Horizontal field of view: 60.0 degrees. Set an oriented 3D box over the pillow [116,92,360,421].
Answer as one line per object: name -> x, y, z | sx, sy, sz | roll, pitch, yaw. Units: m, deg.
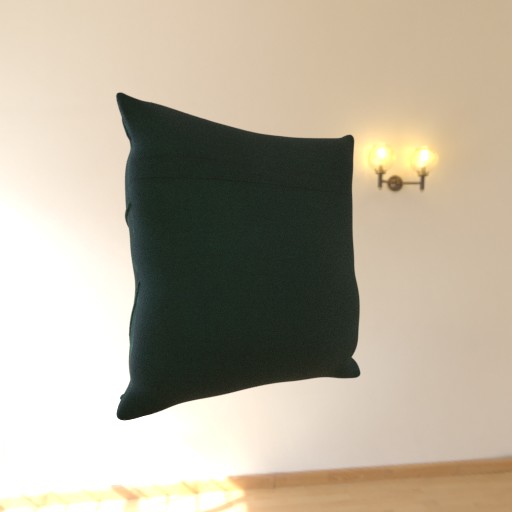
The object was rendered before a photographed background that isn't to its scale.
pillow -> 0.000, 0.000, 0.697 | 0.439, 0.440, 0.184 | 0, 0, -33
